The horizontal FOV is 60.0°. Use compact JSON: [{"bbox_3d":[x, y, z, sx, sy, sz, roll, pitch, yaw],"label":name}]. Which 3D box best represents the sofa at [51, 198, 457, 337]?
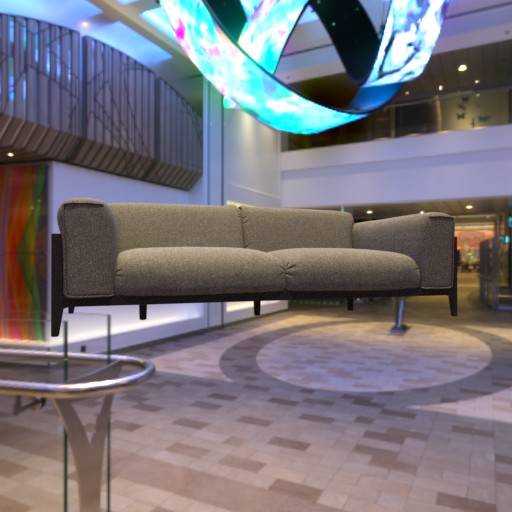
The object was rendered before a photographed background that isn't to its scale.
[{"bbox_3d":[0.000,0.000,2.637,2.125,0.703,0.985,0,0,-18],"label":"sofa"}]
